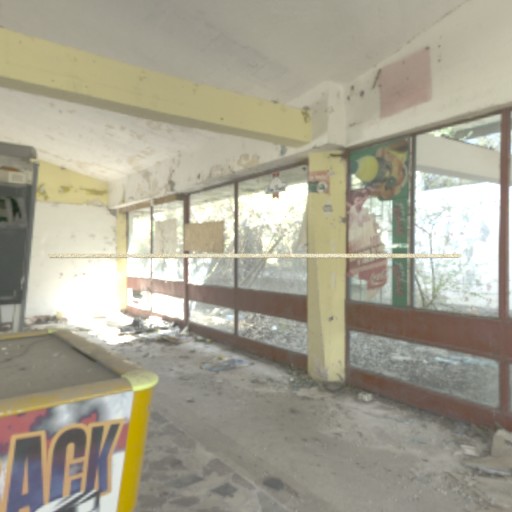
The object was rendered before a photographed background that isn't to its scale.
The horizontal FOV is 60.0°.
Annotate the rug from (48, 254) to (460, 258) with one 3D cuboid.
[{"bbox_3d":[0.000,0.000,4.036,2.401,0.025,3.001,0,0,0],"label":"rug"}]
